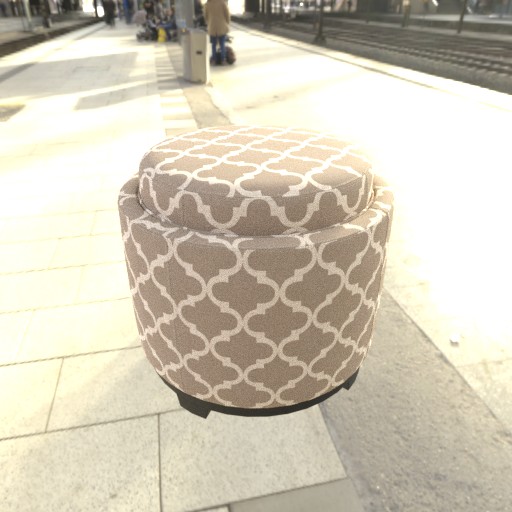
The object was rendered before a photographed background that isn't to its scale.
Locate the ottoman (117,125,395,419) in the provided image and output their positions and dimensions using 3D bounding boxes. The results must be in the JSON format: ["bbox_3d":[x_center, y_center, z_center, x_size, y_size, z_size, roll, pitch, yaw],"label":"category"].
[{"bbox_3d":[0.000,0.000,0.852,0.480,0.429,0.480,0,30,0],"label":"ottoman"}]
